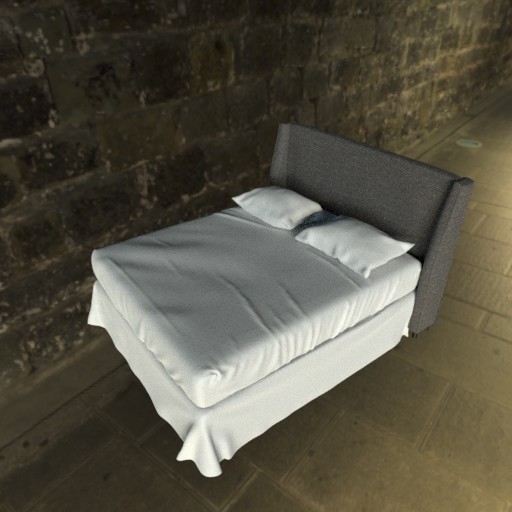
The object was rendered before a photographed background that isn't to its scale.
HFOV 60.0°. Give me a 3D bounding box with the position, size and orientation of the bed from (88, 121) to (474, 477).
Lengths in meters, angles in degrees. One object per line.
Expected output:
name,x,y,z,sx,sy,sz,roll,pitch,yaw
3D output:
bed,0.000,0.000,3.372,2.276,1.332,1.925,-21,37,-31
